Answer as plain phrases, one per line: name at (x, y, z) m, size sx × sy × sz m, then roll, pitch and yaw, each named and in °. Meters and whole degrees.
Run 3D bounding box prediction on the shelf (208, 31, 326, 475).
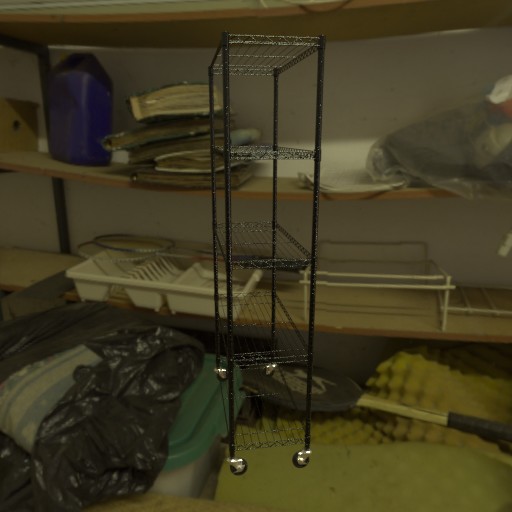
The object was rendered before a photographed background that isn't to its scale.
shelf at (0.000, 0.000, 1.958) m, size 0.356 × 1.645 × 0.762 m, roll -2°, pitch 15°, yaw -9°
